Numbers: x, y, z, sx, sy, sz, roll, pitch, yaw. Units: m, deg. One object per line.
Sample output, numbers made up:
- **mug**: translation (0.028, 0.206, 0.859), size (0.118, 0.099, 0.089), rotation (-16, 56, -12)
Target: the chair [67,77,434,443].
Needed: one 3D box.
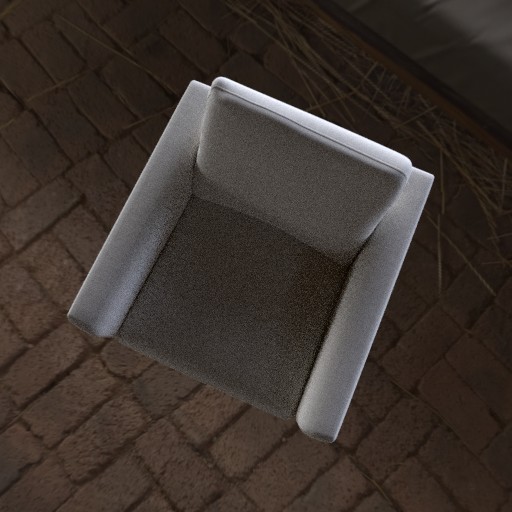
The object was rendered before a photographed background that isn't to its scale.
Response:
- **chair**: translation (0.000, 0.000, 1.842), size (1.070, 0.876, 1.100), rotation (23, 78, 5)
